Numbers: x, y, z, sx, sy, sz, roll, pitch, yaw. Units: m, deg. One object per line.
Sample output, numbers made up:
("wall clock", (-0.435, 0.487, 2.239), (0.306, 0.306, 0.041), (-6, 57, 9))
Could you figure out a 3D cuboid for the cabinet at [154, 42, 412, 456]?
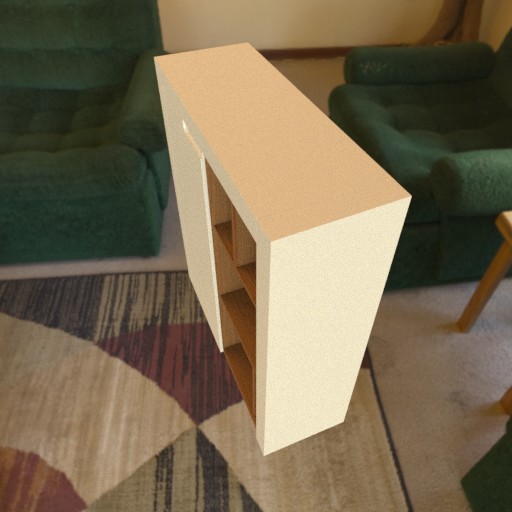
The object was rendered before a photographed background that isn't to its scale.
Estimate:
("cabinet", (0.000, 0.000, 1.654), (0.348, 1.150, 0.990), (-17, 48, -16))
